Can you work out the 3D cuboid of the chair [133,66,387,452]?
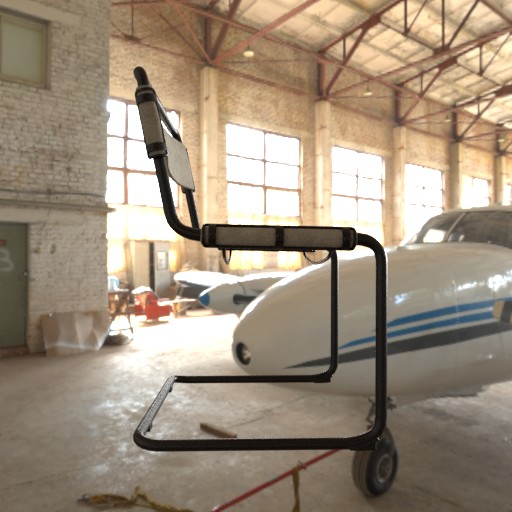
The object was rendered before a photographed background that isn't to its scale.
[{"bbox_3d":[0.000,0.000,1.077,0.497,0.747,0.499,0,0,-1],"label":"chair"}]
